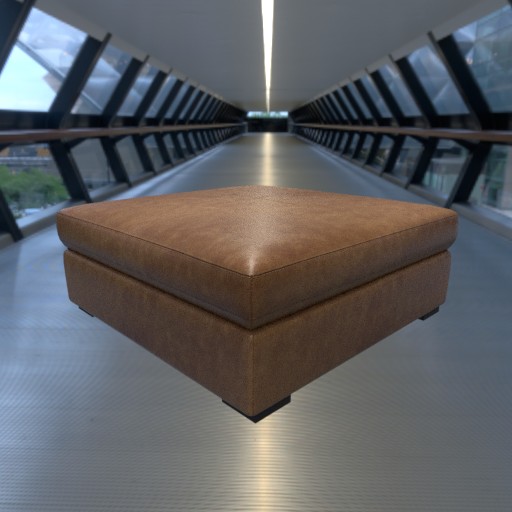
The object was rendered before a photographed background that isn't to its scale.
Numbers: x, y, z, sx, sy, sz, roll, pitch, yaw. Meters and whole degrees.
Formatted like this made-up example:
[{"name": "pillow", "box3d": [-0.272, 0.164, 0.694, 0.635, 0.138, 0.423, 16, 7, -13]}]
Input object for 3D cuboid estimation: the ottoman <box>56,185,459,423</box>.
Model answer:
[{"name": "ottoman", "box3d": [0.000, 0.000, 1.832, 1.168, 0.483, 1.169, -15, 21, -42]}]
